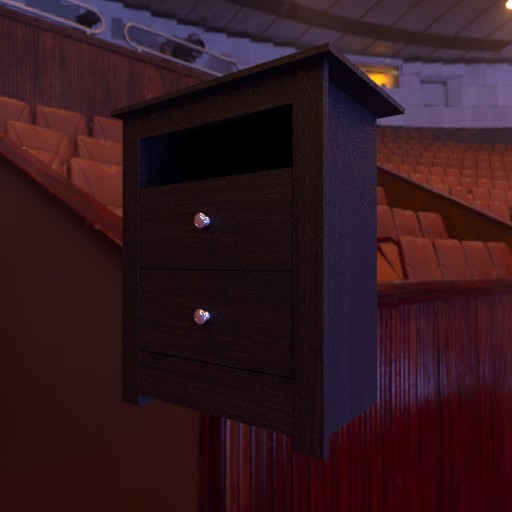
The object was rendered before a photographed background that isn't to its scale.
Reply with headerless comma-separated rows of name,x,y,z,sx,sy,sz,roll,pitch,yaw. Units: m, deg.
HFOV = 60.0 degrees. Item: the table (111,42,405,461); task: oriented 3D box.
table,0.000,0.000,1.073,0.591,0.711,0.406,0,-1,36
